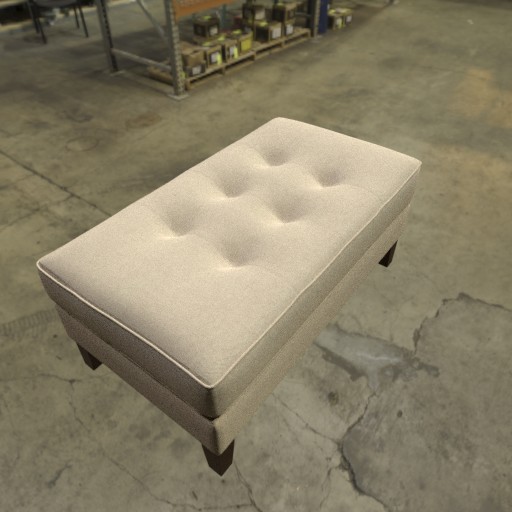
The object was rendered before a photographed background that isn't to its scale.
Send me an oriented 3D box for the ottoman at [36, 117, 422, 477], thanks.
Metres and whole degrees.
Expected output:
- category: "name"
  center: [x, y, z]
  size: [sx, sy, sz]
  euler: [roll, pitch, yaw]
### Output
- category: "ottoman"
  center: [0.000, 0.000, 1.494]
  size: [0.648, 0.508, 1.143]
  euler: [27, 49, 27]
